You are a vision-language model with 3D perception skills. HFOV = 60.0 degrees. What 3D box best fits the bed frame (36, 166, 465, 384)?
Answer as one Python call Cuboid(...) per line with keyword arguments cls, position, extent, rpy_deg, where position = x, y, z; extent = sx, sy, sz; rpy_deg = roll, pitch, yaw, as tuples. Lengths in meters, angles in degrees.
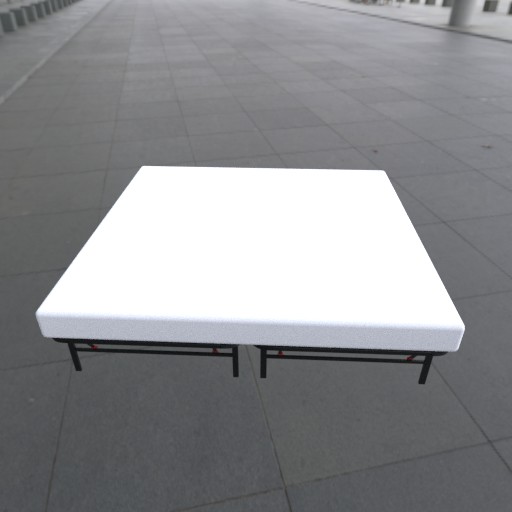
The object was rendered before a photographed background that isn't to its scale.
Cuboid(cls="bed frame", position=(0.000, 0.000, 3.021), extent=(2.033, 0.525, 1.935), rpy_deg=(2, 33, 2))
